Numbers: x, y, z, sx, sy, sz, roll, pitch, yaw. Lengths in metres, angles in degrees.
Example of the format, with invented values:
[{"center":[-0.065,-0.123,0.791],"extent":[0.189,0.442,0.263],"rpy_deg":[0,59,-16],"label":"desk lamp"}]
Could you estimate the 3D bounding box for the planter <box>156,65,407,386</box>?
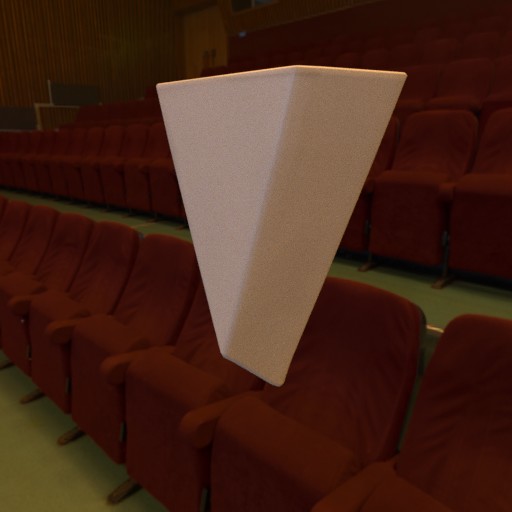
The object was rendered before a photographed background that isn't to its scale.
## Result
[{"center":[0.000,0.000,0.267],"extent":[0.150,0.197,0.060],"rpy_deg":[14,20,41],"label":"planter"}]
